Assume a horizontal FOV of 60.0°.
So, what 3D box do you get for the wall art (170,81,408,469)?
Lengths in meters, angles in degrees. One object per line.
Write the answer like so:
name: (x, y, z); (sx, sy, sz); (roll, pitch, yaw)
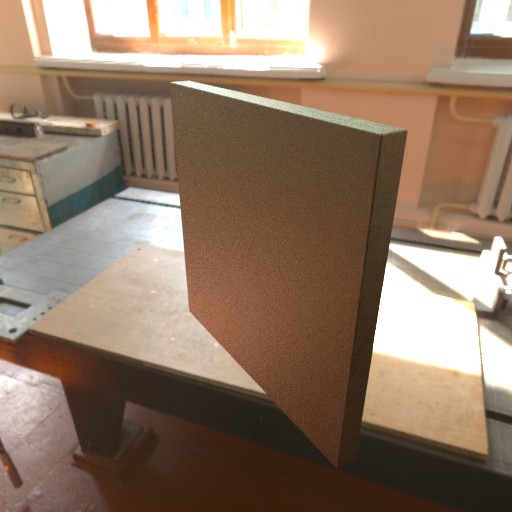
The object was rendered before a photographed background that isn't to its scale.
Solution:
wall art: (0.000, 0.000, 0.751); (0.040, 0.506, 0.503); (-18, 33, -30)
